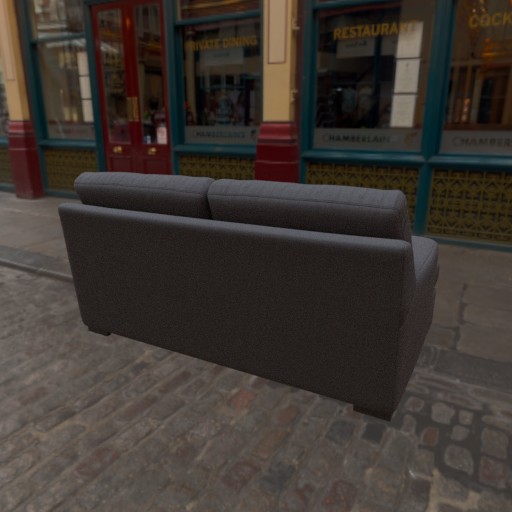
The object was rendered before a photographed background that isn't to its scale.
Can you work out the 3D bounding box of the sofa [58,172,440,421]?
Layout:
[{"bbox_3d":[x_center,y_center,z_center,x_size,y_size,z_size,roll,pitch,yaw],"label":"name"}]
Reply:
[{"bbox_3d":[0.000,0.000,2.492,1.880,0.940,1.143,9,18,28],"label":"sofa"}]
